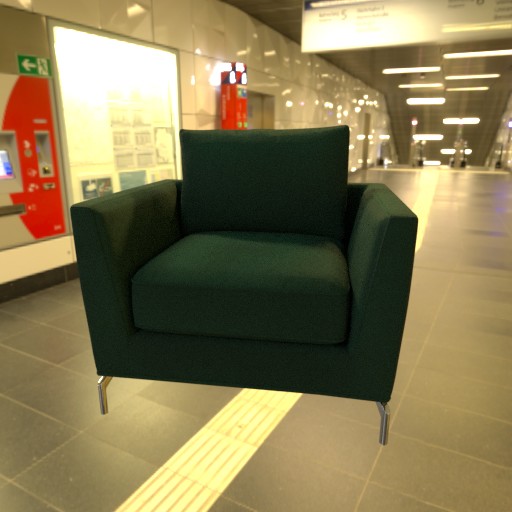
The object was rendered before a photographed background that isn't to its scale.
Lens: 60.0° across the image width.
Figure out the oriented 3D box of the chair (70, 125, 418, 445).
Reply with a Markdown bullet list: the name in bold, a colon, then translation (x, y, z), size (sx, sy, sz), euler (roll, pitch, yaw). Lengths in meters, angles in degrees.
- **chair**: translation (0.000, 0.000, 1.745), size (1.047, 0.997, 0.852), euler (3, 16, 9)
